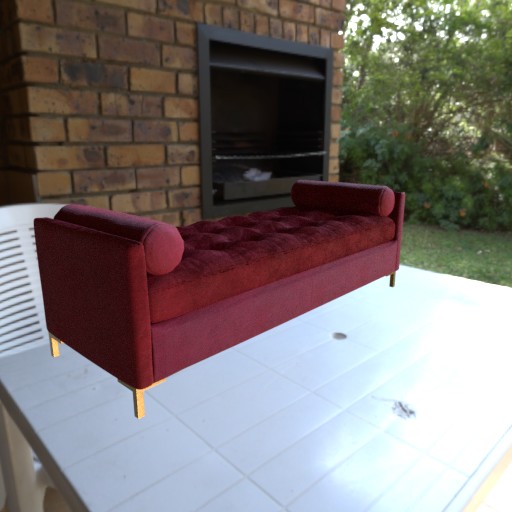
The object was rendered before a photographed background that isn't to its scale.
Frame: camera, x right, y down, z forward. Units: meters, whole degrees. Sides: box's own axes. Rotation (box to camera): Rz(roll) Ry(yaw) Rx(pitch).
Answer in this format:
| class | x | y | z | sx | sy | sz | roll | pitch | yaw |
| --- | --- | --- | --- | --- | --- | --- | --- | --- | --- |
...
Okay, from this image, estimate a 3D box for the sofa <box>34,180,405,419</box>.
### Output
| class | x | y | z | sx | sy | sz | roll | pitch | yaw |
| --- | --- | --- | --- | --- | --- | --- | --- | --- | --- |
| sofa | 0.000 | 0.000 | 2.502 | 0.796 | 0.705 | 2.102 | 13 | 20 | 41 |
